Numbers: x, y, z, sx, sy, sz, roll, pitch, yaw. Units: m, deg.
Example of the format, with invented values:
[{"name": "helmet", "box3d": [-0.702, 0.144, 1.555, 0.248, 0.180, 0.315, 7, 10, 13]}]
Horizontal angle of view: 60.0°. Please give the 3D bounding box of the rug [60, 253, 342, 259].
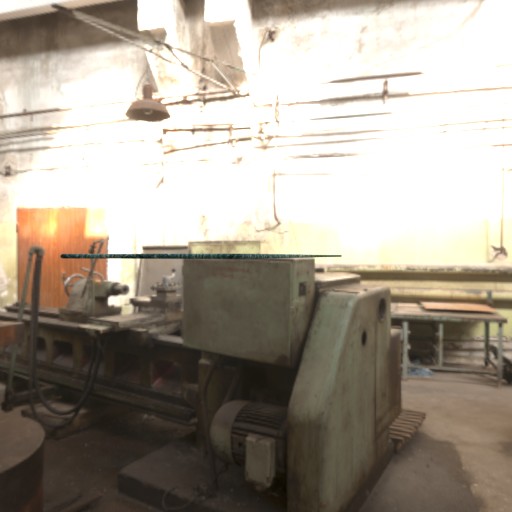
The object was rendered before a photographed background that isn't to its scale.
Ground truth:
[{"name": "rug", "box3d": [0.000, 0.000, 2.507, 0.676, 0.016, 2.286, 0, 0, 18]}]
